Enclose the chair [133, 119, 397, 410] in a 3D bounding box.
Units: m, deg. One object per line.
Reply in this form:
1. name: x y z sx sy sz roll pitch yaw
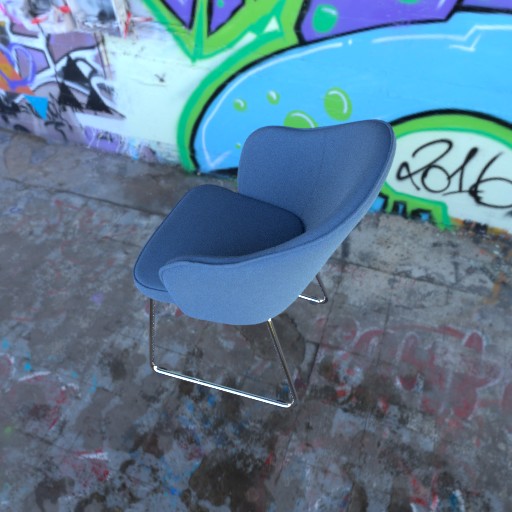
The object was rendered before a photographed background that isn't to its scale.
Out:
1. chair: 0.000 0.000 1.235 0.585 0.815 0.570 14 48 13
